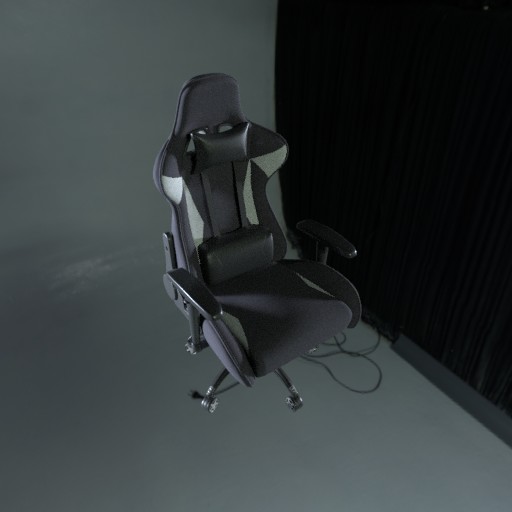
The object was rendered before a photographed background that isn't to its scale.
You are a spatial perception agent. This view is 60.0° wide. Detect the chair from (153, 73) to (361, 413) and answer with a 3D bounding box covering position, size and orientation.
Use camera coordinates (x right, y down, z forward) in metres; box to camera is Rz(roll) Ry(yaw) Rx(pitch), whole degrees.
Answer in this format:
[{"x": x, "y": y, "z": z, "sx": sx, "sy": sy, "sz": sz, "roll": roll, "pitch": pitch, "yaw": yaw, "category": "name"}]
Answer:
[{"x": 0.000, "y": 0.000, "z": 1.793, "sx": 0.730, "sy": 1.300, "sz": 0.695, "roll": -22, "pitch": 39, "yaw": -30, "category": "chair"}]
